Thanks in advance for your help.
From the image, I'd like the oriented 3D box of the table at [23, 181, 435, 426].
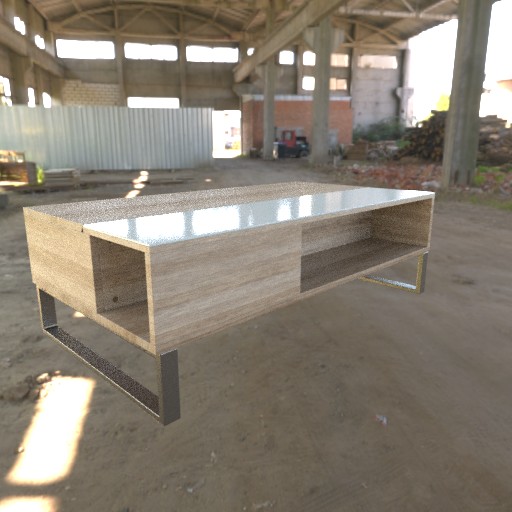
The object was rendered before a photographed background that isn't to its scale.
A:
[{"bbox_3d":[0.000,0.000,1.358,0.600,0.350,1.100,14,20,43],"label":"table"}]
